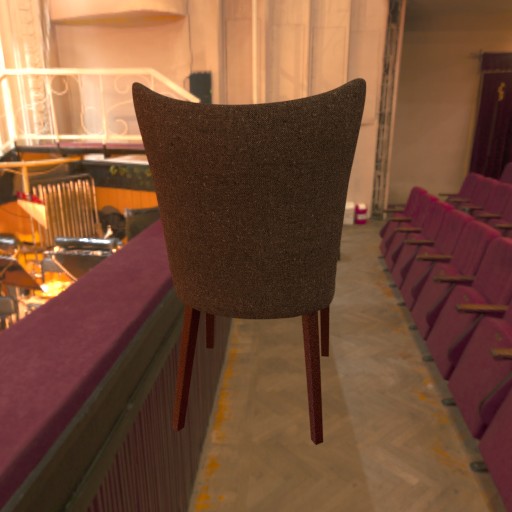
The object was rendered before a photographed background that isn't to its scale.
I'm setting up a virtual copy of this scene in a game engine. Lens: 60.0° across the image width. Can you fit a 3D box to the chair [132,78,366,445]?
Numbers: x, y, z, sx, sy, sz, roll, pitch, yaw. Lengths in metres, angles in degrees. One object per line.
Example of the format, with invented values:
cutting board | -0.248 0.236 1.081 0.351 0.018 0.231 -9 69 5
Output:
chair | 0.000 0.000 1.288 0.535 0.924 0.623 2 17 8
